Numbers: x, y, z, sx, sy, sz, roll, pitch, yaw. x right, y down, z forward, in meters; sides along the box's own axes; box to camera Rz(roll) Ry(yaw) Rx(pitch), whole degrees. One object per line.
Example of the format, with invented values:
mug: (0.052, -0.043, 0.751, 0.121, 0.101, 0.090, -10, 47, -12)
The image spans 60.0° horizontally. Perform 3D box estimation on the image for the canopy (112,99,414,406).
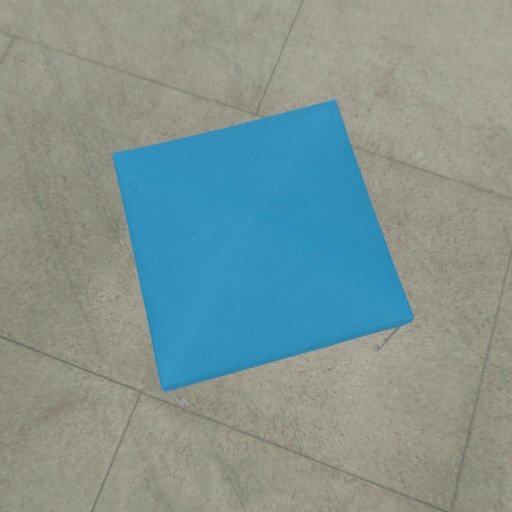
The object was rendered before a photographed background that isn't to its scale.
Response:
canopy: (0.000, 0.000, 5.101, 2.850, 2.850, 2.849, -15, 76, -4)
